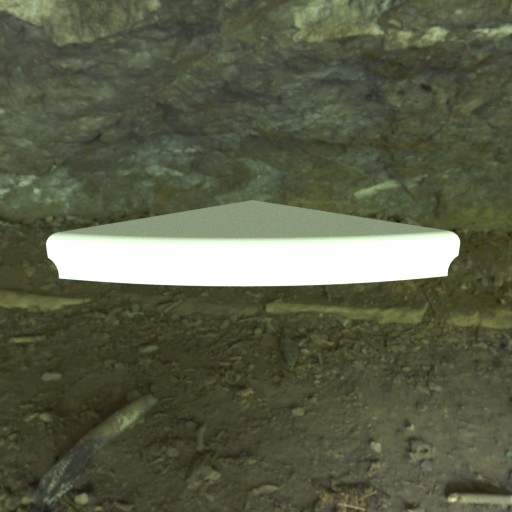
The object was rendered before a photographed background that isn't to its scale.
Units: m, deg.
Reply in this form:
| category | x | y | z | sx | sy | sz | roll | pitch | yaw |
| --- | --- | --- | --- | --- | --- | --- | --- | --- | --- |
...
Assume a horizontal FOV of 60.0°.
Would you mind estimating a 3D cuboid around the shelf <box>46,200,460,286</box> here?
| category | x | y | z | sx | sy | sz | roll | pitch | yaw |
| --- | --- | --- | --- | --- | --- | --- | --- | --- | --- |
| shelf | 0.000 | 0.000 | 0.472 | 0.310 | 0.050 | 0.310 | 15 | 22 | 41 |
